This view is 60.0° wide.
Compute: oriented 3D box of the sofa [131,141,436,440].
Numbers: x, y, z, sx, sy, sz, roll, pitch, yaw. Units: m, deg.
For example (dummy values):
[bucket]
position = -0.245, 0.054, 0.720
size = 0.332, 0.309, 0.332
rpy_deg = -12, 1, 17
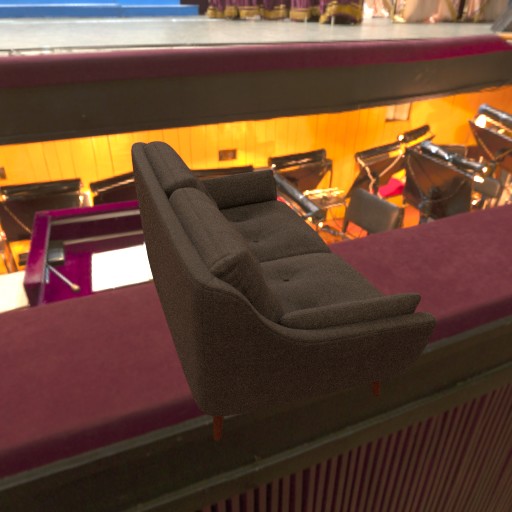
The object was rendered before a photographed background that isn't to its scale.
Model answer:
[sofa]
position = 0.000, 0.000, 2.241
size = 0.976, 0.887, 1.646
rpy_deg = -11, 33, -18
